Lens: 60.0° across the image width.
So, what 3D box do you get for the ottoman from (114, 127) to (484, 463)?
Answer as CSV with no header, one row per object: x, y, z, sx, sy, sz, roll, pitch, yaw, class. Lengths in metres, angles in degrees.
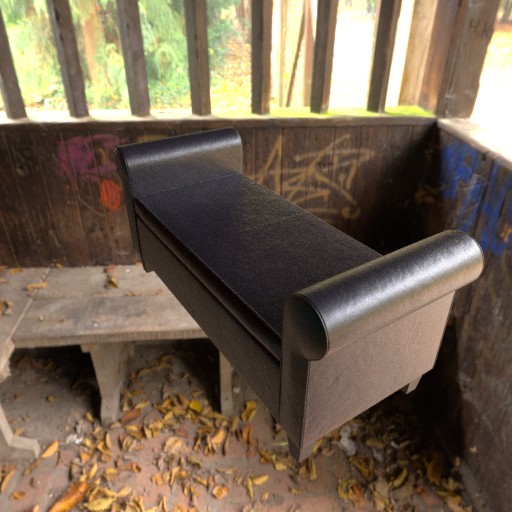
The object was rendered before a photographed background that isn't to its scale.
0.000,0.000,1.514,0.521,0.547,1.256,-19,36,-28,ottoman
